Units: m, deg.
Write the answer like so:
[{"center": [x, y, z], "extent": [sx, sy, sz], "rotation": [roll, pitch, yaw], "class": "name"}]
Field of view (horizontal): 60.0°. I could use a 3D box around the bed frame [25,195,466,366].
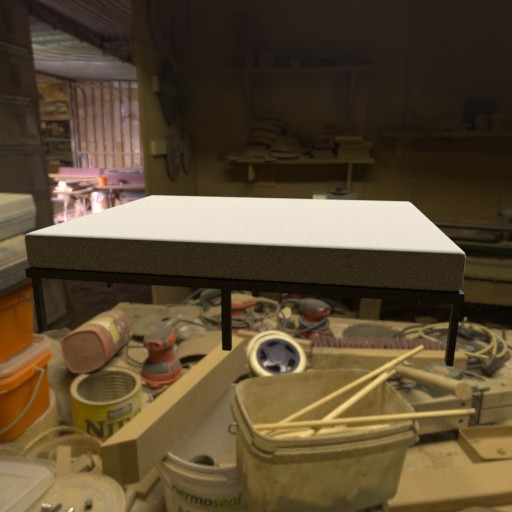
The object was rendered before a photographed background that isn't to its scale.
[{"center": [0.000, 0.000, 3.554], "extent": [2.635, 0.680, 1.990], "rotation": [3, 15, 10], "class": "bed frame"}]
